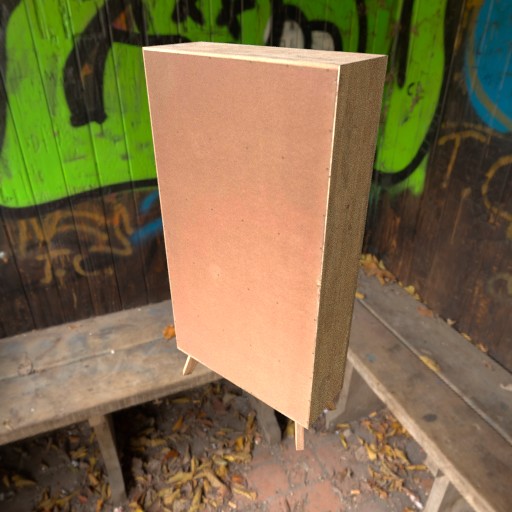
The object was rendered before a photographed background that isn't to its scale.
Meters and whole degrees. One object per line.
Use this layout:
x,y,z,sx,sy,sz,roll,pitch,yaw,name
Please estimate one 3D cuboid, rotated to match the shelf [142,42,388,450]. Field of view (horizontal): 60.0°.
0.000,0.000,1.743,0.748,1.471,0.308,22,37,33,shelf
